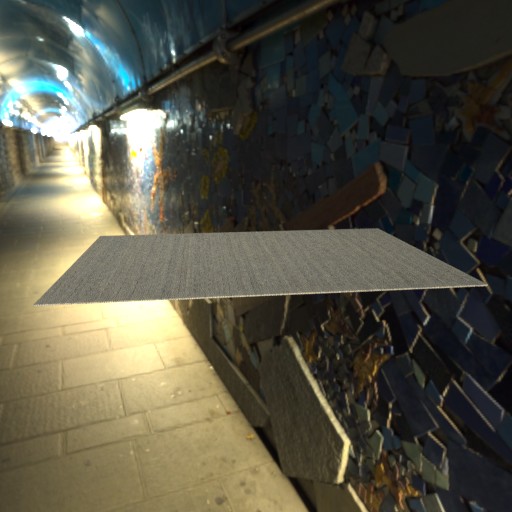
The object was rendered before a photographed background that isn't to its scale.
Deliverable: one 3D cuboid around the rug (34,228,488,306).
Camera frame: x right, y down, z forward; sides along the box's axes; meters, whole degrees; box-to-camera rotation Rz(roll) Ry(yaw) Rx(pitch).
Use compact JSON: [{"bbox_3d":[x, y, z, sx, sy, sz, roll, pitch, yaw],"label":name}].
[{"bbox_3d":[0.000,0.000,2.241,1.752,0.006,1.142,-2,15,-7],"label":"rug"}]
